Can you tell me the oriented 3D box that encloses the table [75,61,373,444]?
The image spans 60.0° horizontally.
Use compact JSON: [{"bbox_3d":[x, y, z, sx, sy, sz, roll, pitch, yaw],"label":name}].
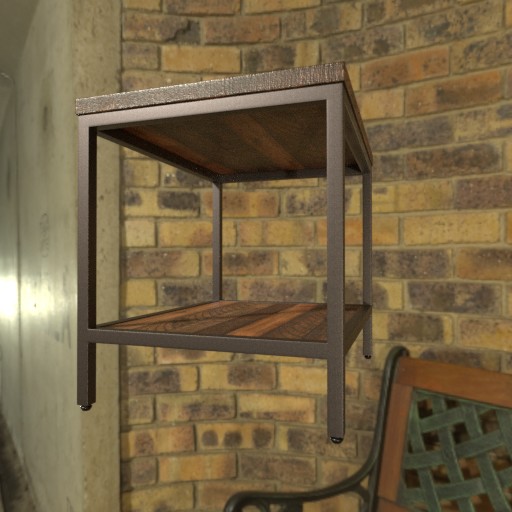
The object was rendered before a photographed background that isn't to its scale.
[{"bbox_3d":[0.000,0.000,1.106,0.524,0.612,0.678,0,-1,18],"label":"table"}]
